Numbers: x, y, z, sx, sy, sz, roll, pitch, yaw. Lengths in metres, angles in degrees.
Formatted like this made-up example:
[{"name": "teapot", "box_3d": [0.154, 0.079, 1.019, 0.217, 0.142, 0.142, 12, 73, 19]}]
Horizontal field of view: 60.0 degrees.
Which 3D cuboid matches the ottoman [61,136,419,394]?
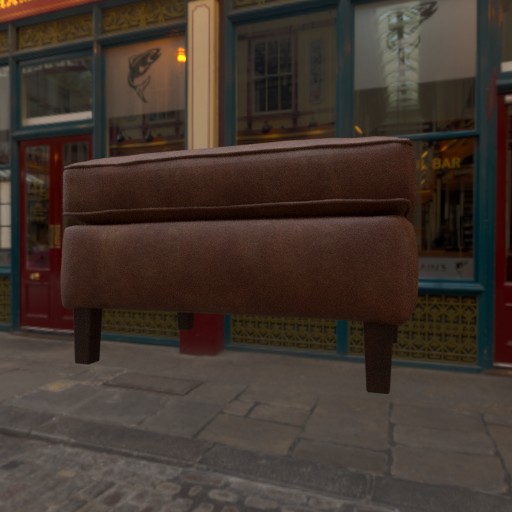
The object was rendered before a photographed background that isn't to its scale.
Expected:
[{"name": "ottoman", "box_3d": [0.000, 0.000, 0.969, 0.665, 0.418, 0.501, 0, 0, 19]}]
